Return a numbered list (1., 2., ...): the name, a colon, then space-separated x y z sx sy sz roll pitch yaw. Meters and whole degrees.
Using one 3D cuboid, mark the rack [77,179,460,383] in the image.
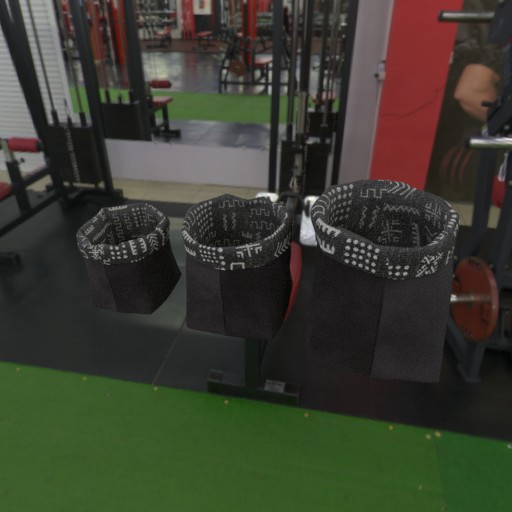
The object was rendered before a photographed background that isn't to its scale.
1. rack: 0.000 0.000 1.077 0.905 0.323 0.379 7 31 12
